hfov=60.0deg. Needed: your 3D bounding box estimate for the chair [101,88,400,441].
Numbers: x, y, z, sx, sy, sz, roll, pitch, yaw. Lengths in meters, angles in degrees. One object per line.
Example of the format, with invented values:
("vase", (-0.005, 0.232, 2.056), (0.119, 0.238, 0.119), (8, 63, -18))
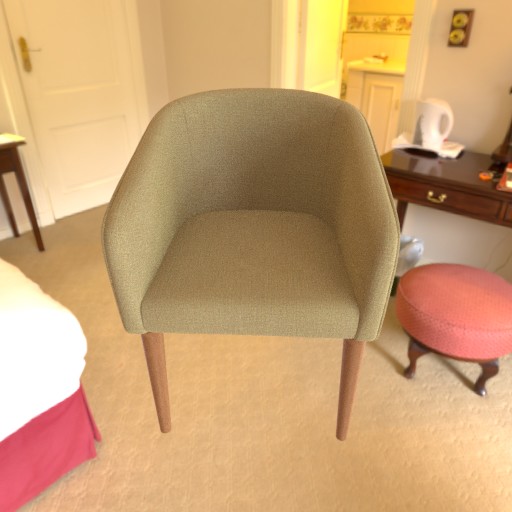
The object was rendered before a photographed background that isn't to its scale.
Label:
("chair", (0.000, 0.000, 1.197), (0.584, 0.775, 0.616), (1, 29, 2))
